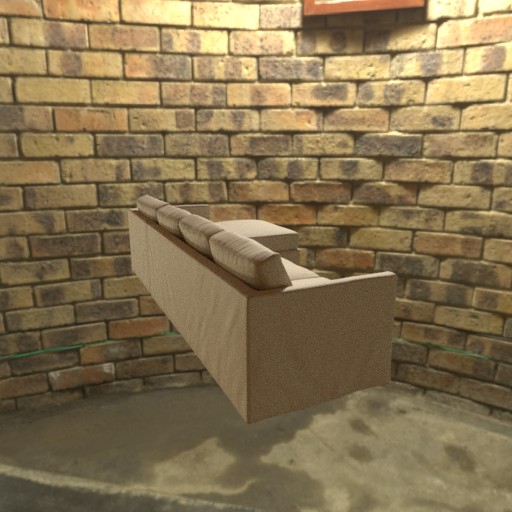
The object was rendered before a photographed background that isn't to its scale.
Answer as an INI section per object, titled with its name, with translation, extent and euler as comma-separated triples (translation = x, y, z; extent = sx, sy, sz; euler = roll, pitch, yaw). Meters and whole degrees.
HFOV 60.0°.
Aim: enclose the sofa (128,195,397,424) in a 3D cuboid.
[sofa]
translation = 0.000, 0.000, 3.861
extent = 1.622, 0.871, 3.206
euler = -7, 16, -25
